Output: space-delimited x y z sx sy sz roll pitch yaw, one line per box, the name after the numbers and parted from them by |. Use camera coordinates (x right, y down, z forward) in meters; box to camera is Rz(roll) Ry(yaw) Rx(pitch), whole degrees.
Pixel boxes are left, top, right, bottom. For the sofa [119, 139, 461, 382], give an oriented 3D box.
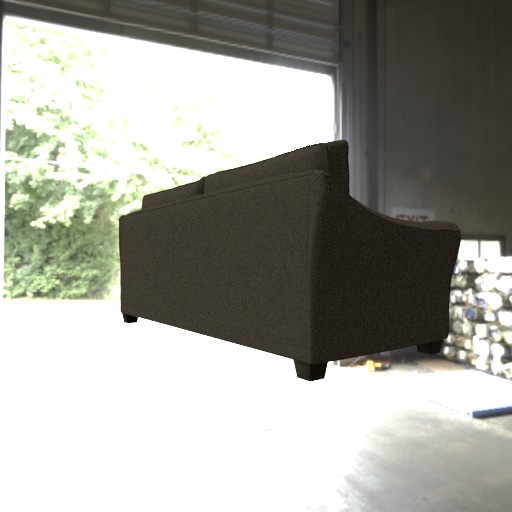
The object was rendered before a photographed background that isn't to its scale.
0.000 0.000 2.769 1.013 0.976 2.203 0 -1 -36 | sofa
